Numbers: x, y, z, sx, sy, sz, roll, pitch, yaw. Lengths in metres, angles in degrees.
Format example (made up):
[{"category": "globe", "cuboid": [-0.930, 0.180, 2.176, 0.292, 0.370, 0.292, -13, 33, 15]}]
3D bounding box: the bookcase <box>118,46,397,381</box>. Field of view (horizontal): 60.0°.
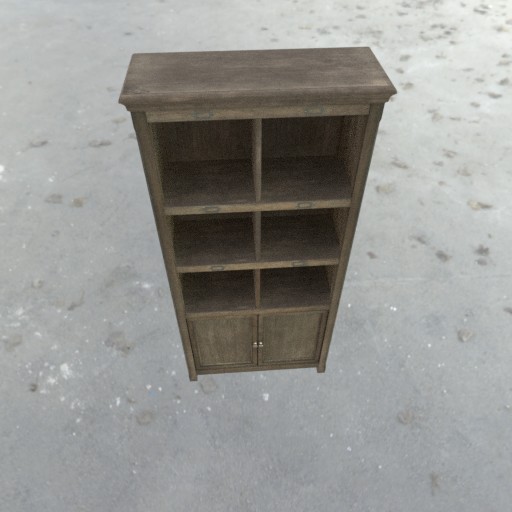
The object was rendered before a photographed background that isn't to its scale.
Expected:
[{"category": "bookcase", "cuboid": [0.000, 0.000, 2.223, 0.906, 1.880, 0.348, -3, 46, -3]}]
